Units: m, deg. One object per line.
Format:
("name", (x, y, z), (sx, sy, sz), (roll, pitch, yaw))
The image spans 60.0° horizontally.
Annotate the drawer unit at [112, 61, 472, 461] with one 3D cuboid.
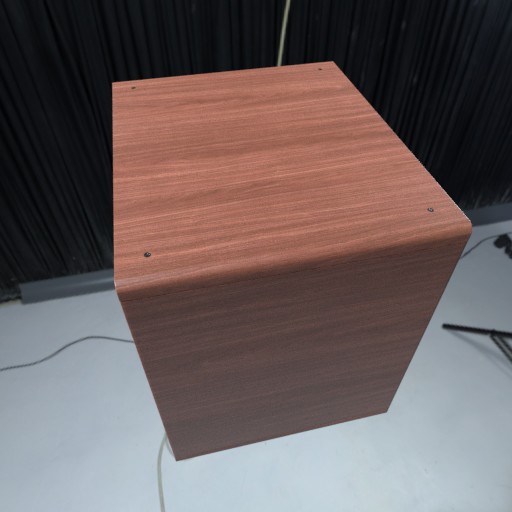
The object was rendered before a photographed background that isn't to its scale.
("drawer unit", (0.000, 0.000, 0.587), (0.290, 0.351, 0.349), (-9, 46, -9))
